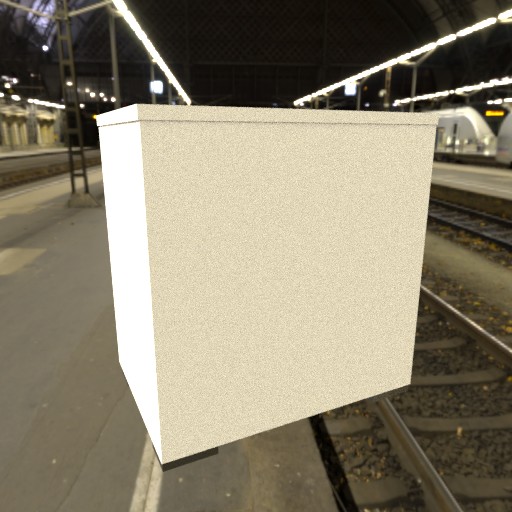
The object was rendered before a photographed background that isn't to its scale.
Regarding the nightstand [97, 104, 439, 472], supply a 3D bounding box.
[{"bbox_3d":[0.000,0.000,0.758,0.441,0.460,0.325,-7,17,-26],"label":"nightstand"}]
